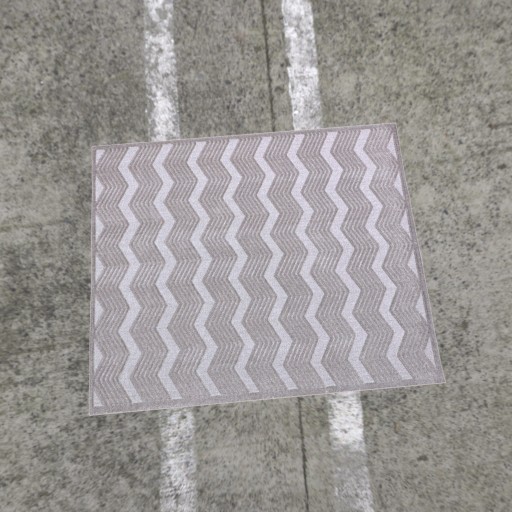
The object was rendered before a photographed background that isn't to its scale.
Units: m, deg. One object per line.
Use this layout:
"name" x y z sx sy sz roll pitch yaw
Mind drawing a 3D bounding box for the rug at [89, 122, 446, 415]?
"rug" 0.000 0.000 3.871 2.880 0.005 2.391 -5 75 -1
